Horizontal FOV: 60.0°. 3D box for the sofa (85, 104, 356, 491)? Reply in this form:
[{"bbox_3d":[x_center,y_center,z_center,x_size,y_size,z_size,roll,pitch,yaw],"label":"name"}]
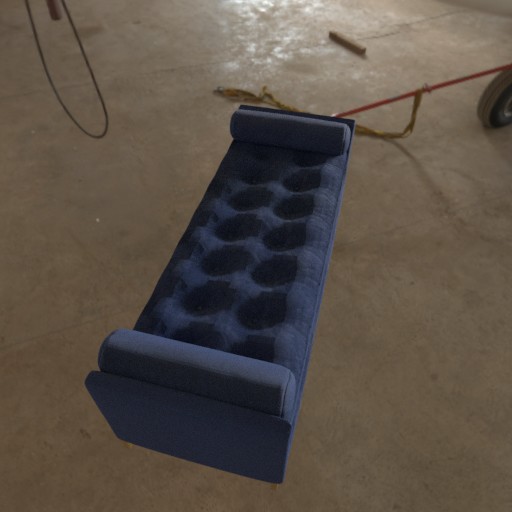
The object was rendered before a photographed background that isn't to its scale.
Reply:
[{"bbox_3d":[0.000,0.000,2.439,0.796,0.705,2.102,11,49,10],"label":"sofa"}]
